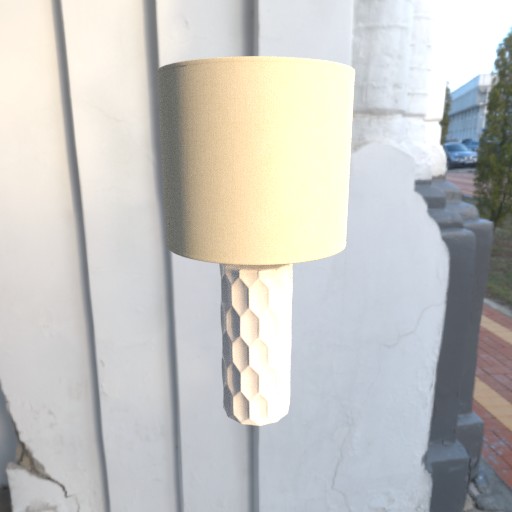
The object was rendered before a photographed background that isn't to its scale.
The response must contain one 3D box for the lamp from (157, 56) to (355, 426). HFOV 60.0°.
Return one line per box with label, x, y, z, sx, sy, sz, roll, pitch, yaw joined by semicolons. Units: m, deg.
lamp;0.000;0.000;0.700;0.277;0.537;0.277;2;15;9
